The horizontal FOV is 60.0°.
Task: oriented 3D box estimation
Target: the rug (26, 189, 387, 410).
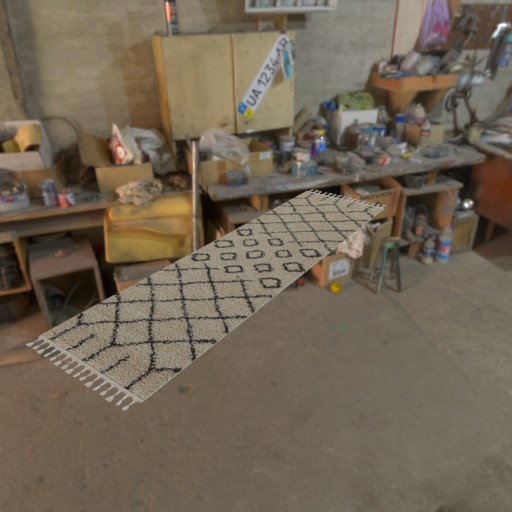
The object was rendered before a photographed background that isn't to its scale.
[{"bbox_3d":[0.000,0.000,2.603,0.660,0.005,2.464,18,33,31],"label":"rug"}]
